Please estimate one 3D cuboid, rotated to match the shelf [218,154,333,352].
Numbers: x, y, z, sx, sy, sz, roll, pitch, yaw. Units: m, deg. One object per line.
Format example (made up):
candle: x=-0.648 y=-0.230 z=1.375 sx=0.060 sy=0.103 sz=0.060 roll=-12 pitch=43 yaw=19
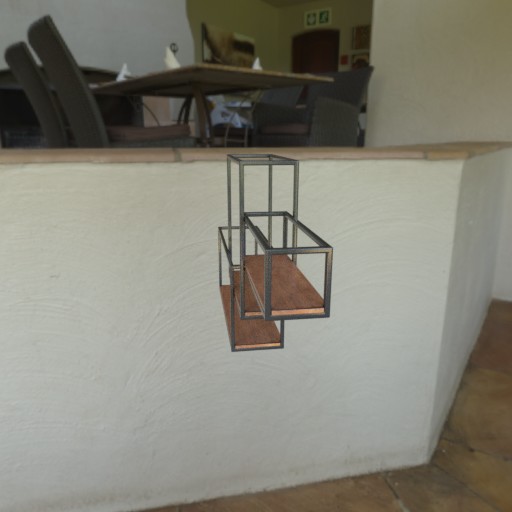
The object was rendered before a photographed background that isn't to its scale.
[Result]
shelf: x=0.000 y=0.000 z=2.214 sx=0.275 sy=0.972 sz=1.781 roll=-2 pitch=15 yaw=-8
